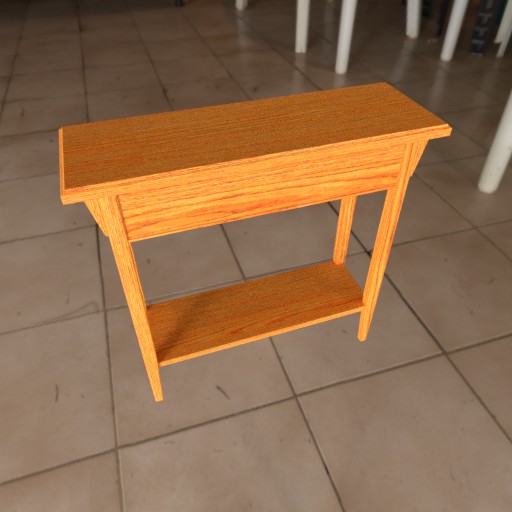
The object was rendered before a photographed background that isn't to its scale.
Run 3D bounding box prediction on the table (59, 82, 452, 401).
[{"bbox_3d":[0.000,0.000,1.137,0.762,0.711,0.254,-13,43,-14],"label":"table"}]
